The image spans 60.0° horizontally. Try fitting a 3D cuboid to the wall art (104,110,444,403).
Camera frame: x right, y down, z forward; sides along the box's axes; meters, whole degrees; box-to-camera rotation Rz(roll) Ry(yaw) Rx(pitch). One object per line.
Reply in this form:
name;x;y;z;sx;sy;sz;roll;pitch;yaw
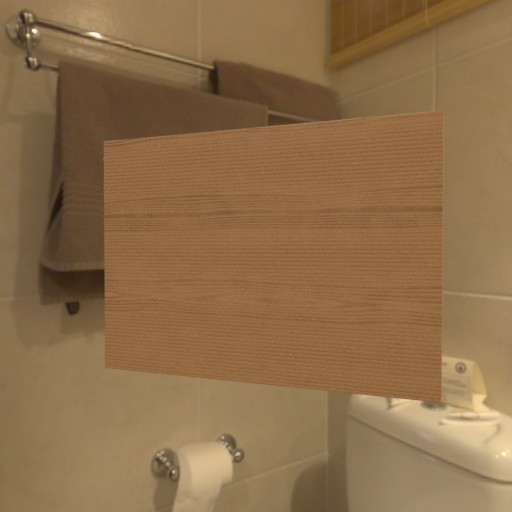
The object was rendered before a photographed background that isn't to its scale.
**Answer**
wall art;0.000;0.000;1.086;0.841;0.609;0.063;0;1;19
